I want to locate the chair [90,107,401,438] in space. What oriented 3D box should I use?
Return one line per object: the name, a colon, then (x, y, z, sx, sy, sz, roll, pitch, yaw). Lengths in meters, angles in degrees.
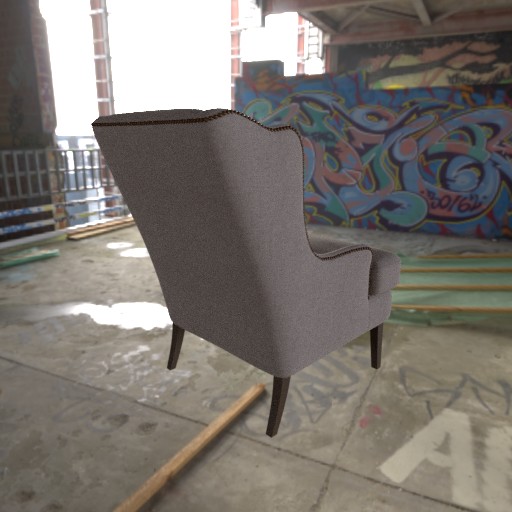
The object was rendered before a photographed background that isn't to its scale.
chair: (0.000, 0.000, 1.688, 0.940, 1.029, 0.737, -14, 20, -42)
